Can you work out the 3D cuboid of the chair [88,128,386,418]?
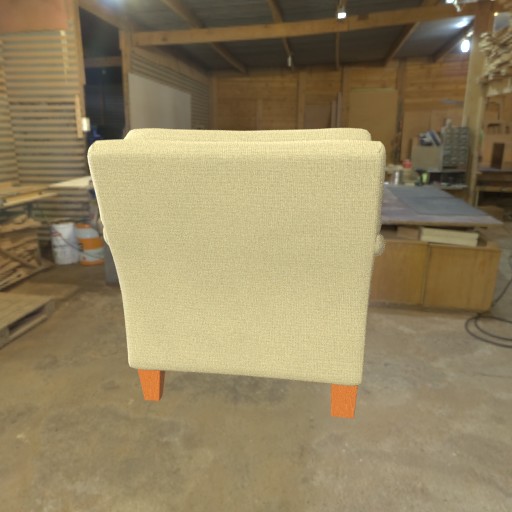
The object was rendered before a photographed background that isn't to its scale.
[{"bbox_3d":[0.000,0.000,1.885,0.955,1.038,1.070,2,16,8],"label":"chair"}]
